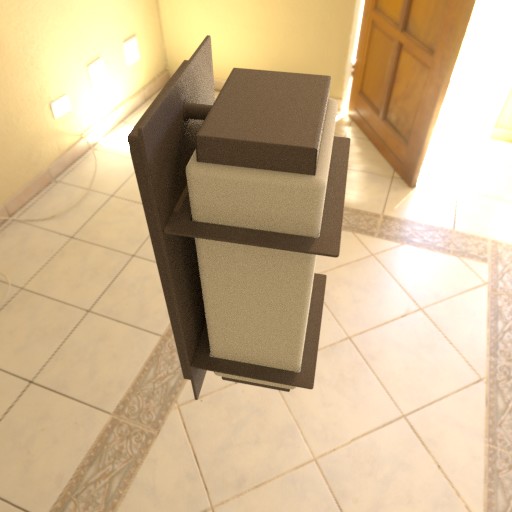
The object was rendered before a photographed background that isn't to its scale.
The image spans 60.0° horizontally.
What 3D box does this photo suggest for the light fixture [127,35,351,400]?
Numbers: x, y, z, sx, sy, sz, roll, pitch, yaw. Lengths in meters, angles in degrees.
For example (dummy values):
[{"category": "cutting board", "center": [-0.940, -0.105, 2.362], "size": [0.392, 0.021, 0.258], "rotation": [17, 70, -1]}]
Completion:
[{"category": "light fixture", "center": [0.000, 0.000, 0.429], "size": [0.146, 0.347, 0.153], "rotation": [8, 47, 8]}]
